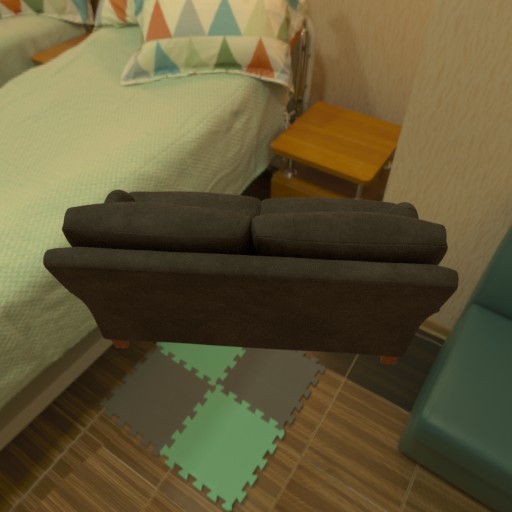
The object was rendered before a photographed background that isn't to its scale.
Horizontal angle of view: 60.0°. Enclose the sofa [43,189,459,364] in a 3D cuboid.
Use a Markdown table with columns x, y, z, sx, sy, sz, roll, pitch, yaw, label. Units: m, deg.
| x | y | z | sx | sy | sz | roll | pitch | yaw | label |
| --- | --- | --- | --- | --- | --- | --- | --- | --- | --- |
| 0.000 | 0.000 | 2.552 | 1.853 | 1.101 | 1.084 | 3 | 47 | 3 | sofa |
